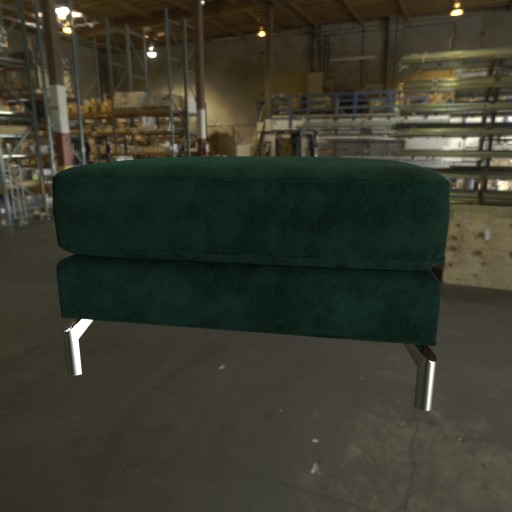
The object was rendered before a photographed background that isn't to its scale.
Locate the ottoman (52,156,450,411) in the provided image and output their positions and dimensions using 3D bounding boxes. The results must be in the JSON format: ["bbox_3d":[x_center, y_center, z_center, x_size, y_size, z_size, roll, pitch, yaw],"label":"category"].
[{"bbox_3d":[0.000,0.000,1.216,0.886,0.533,0.536,3,14,10],"label":"ottoman"}]
